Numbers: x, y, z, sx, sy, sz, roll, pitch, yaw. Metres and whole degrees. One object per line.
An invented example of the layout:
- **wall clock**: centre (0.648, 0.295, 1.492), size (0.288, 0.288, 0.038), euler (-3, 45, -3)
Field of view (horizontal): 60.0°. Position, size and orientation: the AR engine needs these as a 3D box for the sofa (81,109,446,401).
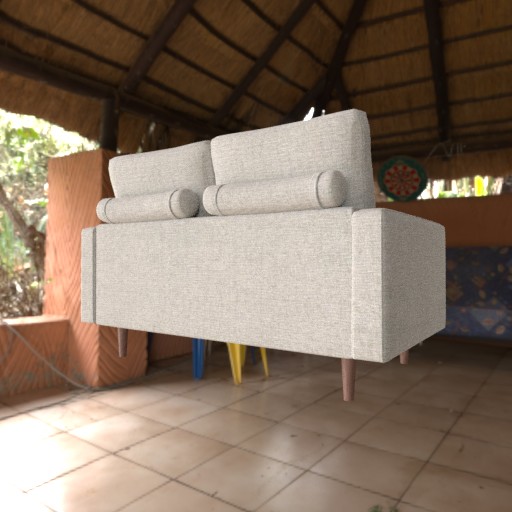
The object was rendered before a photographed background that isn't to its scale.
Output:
- **sofa**: centre (0.000, 0.000, 1.933), size (1.407, 0.907, 0.842), euler (0, 0, 35)
